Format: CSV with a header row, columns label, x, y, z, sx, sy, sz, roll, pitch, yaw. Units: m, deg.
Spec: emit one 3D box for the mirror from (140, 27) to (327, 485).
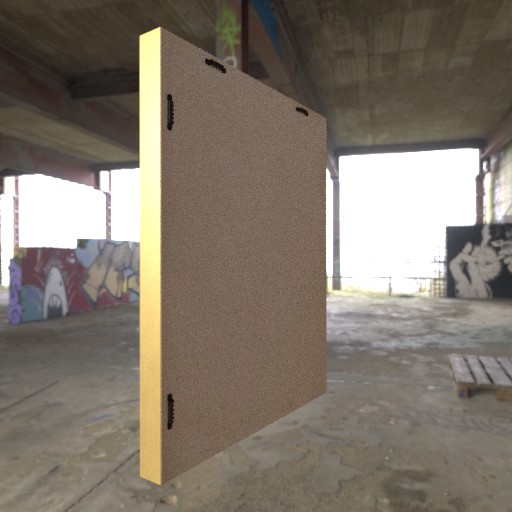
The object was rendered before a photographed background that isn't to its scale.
label,x,y,z,sx,sy,sz,roll,pitch,yaw
mirror,0.000,0.000,0.663,0.041,0.508,0.405,0,0,36
